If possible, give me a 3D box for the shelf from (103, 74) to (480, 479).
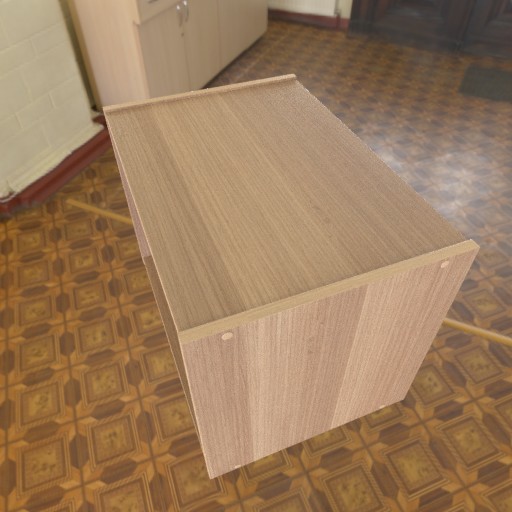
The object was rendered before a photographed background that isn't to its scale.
[{"bbox_3d":[0.000,0.000,0.623,0.290,0.305,0.415,-16,48,-15],"label":"shelf"}]
